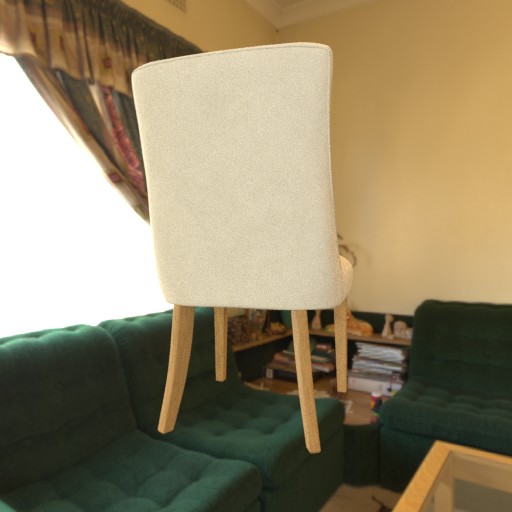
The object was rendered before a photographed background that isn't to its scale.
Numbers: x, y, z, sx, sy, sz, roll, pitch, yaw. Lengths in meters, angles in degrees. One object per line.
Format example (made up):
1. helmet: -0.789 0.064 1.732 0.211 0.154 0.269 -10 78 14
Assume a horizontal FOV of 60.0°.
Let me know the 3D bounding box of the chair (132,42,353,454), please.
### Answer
1. chair: 0.000 0.000 1.233 0.495 0.902 0.610 0 1 17
